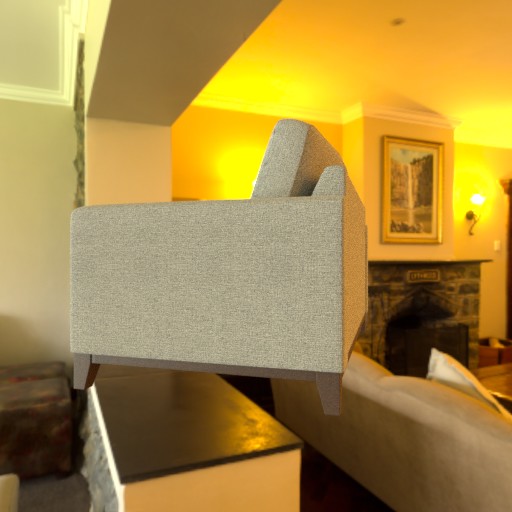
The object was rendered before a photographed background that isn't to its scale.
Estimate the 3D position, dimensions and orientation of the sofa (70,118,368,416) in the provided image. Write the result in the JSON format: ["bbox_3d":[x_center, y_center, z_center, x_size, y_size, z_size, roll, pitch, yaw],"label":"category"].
[{"bbox_3d":[0.000,0.000,1.995,0.917,0.873,1.420,0,0,17],"label":"sofa"}]
